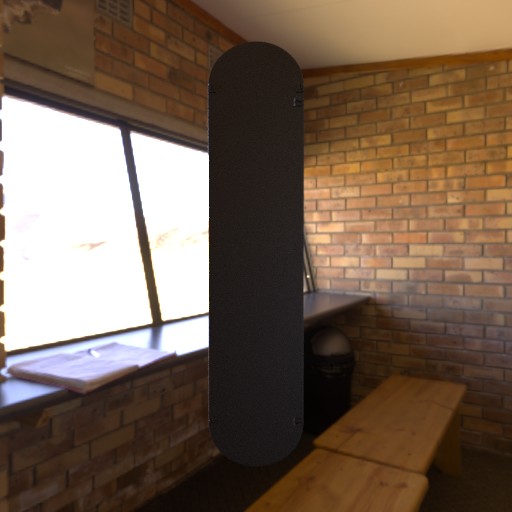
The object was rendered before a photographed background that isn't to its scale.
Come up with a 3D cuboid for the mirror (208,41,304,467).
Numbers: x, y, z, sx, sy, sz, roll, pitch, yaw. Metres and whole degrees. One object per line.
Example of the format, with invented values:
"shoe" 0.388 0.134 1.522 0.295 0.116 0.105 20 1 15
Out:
"mirror" 0.000 0.000 1.043 0.222 0.991 0.032 0 1 1
